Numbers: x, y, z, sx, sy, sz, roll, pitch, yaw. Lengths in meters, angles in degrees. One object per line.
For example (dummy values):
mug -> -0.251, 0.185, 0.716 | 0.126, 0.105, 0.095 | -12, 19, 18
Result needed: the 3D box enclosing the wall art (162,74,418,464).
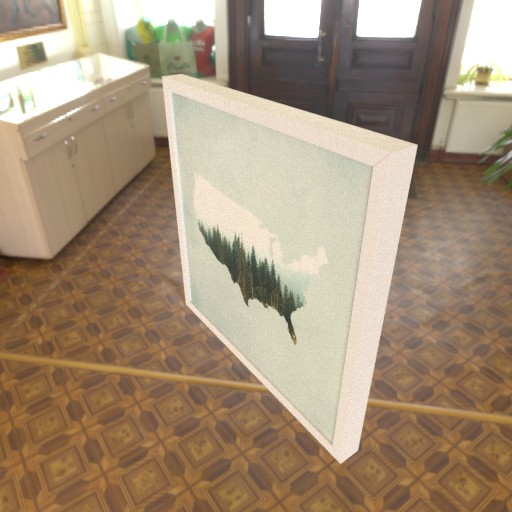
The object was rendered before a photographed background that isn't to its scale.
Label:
wall art -> 0.000, 0.000, 0.755 | 0.040, 0.509, 0.509 | -21, 38, -30
